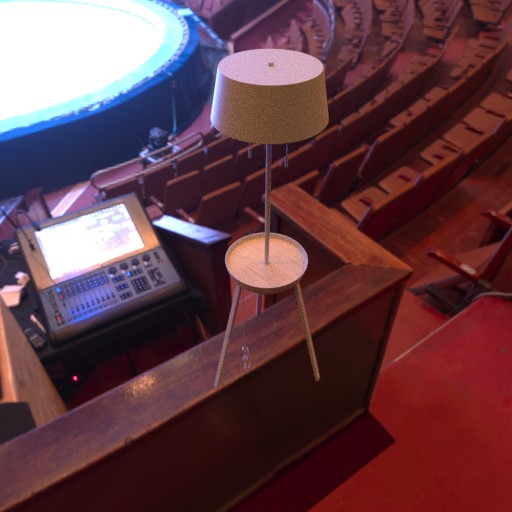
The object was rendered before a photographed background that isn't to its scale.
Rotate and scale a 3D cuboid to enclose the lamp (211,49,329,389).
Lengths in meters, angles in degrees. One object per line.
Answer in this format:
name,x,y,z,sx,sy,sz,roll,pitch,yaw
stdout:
lamp,0.000,0.000,1.716,0.468,1.429,0.508,-26,48,-26
